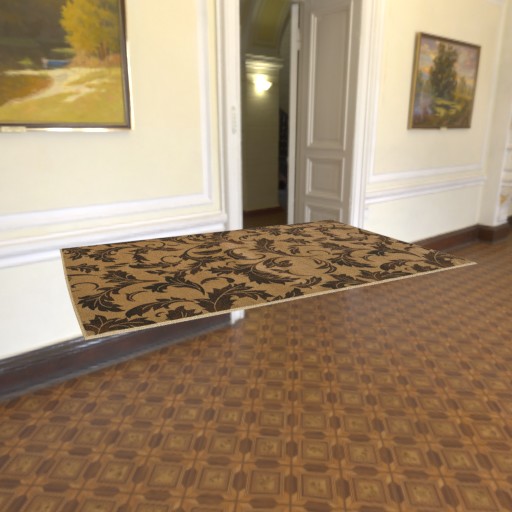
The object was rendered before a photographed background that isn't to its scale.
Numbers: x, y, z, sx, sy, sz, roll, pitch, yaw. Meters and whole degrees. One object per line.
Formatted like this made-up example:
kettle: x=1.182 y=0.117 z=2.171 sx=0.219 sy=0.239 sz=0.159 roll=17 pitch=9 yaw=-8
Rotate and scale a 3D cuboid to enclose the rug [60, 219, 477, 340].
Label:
rug: x=0.000 y=0.000 z=2.874 sx=2.284 sy=0.008 sz=1.522 roll=-8 pitch=18 yaw=-26
